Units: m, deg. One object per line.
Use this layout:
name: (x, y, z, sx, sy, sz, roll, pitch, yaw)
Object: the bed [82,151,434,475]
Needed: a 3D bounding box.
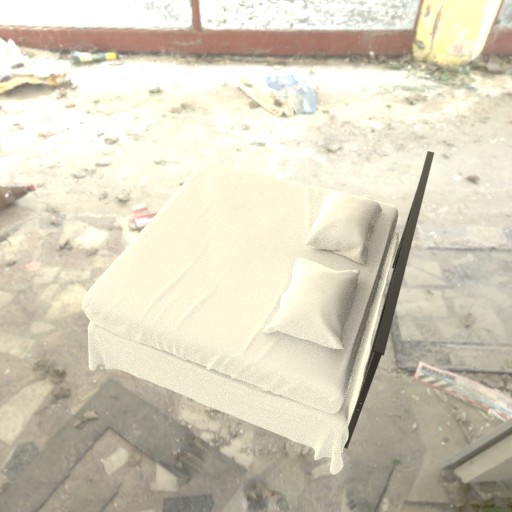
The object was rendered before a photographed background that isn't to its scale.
bed: (0.000, 0.000, 3.585, 2.219, 1.271, 2.315, 17, 48, 16)
